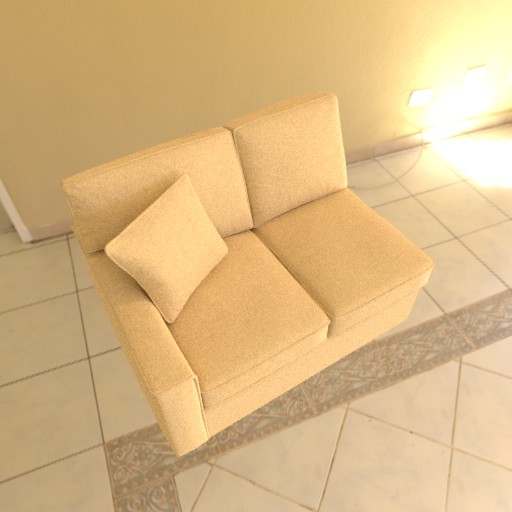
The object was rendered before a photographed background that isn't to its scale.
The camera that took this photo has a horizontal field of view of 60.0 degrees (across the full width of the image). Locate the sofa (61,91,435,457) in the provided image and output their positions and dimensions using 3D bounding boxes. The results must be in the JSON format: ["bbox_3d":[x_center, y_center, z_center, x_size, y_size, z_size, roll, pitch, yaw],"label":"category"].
[{"bbox_3d":[0.000,0.000,2.067,1.388,0.989,0.991,-25,51,-22],"label":"sofa"}]
